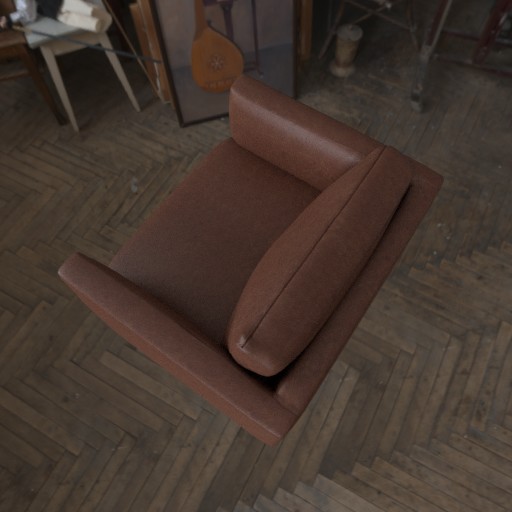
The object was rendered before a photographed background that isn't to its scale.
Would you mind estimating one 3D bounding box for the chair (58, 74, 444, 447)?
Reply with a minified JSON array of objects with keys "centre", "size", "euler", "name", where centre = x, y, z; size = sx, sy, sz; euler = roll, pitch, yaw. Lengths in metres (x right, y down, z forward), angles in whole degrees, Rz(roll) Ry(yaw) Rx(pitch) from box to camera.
[{"centre":[0.000,0.000,1.800],"size":[0.959,0.917,1.107],"euler":[32,69,14],"name":"chair"}]
